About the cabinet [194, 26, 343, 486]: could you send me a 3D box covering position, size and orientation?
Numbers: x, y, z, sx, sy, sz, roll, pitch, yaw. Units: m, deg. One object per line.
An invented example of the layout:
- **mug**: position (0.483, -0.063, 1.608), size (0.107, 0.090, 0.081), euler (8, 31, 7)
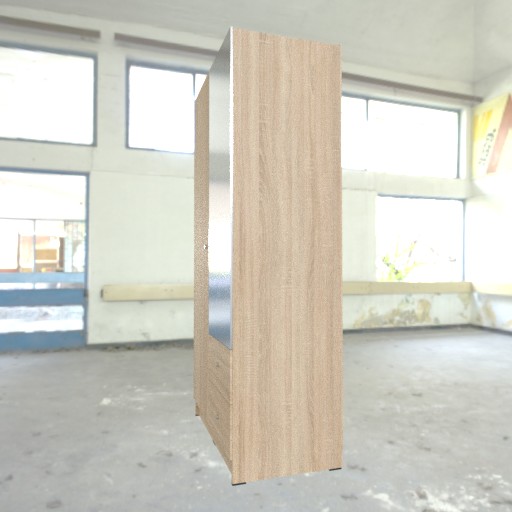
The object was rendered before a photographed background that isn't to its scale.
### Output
- **cabinet**: position (0.000, 0.000, 2.601), size (0.590, 2.121, 1.001), euler (0, -1, -17)
